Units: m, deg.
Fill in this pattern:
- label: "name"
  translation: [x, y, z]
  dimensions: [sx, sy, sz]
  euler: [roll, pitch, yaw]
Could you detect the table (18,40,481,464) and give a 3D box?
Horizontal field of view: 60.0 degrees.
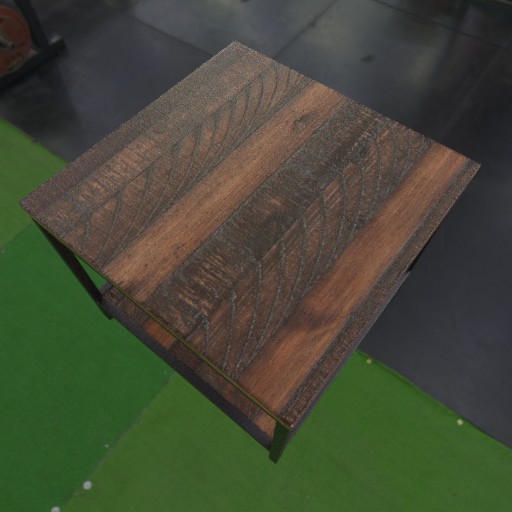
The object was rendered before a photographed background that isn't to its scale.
- label: "table"
  translation: [0.000, 0.000, 0.947]
  dimensions: [0.553, 0.482, 0.548]
  euler: [35, 65, 18]
